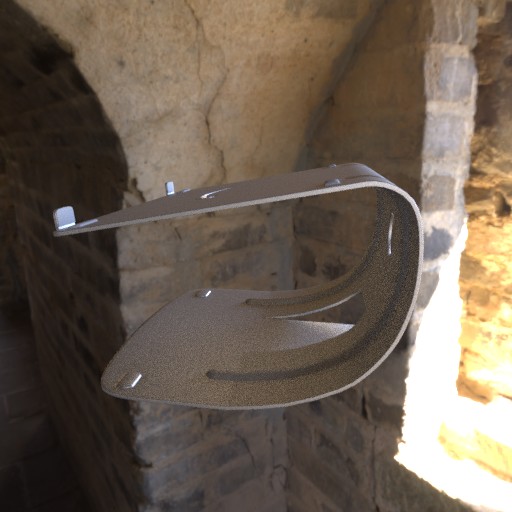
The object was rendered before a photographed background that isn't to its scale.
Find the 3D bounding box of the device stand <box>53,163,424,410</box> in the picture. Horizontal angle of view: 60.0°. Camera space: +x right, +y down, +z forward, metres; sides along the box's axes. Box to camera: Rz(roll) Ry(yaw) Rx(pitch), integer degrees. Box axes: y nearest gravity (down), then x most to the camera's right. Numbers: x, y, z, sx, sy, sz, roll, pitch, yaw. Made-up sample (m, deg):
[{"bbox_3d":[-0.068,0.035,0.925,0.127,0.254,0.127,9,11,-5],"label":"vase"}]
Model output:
[{"bbox_3d":[0.000,0.000,0.397,0.236,0.155,0.256,2,14,9],"label":"device stand"}]
